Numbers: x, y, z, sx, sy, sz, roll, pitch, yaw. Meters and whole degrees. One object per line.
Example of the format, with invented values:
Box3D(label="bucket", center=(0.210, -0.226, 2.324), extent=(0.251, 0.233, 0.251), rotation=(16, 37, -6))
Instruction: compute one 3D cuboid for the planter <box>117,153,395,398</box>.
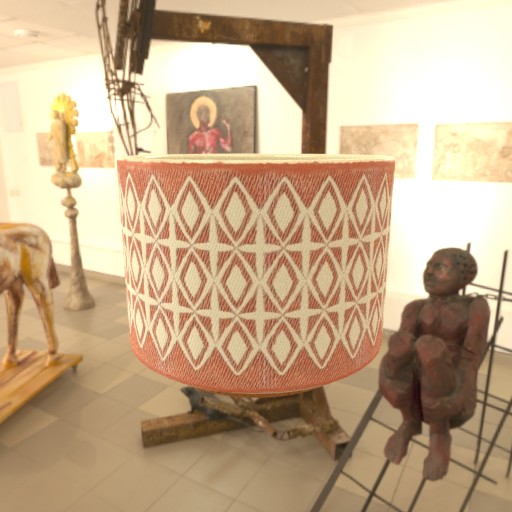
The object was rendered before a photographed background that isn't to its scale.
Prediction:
Box3D(label="planter", center=(0.000, 0.000, 0.336), extent=(0.192, 0.148, 0.192), rotation=(0, 14, 0))
